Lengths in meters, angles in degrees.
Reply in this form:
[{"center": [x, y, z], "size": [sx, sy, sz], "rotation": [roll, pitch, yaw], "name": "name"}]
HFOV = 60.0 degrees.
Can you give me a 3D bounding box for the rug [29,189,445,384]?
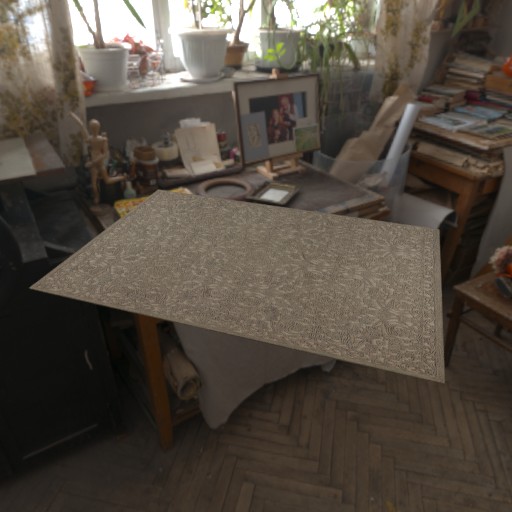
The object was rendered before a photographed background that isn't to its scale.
[{"center": [0.000, 0.000, 2.318], "size": [1.827, 0.006, 1.221], "rotation": [10, 33, 16], "name": "rug"}]
